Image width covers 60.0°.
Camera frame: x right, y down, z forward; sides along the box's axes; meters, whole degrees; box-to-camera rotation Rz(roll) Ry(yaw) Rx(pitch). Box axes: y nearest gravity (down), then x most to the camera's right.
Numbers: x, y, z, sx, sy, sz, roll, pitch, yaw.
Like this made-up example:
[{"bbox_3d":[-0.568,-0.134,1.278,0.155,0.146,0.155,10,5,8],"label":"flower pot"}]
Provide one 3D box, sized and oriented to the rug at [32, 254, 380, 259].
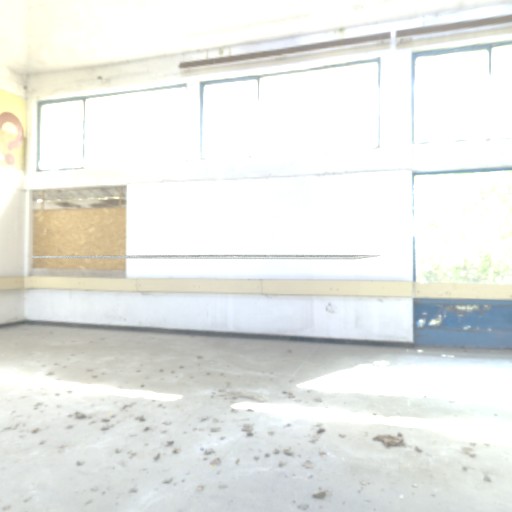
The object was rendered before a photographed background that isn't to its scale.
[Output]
[{"bbox_3d":[0.000,0.000,2.956,1.522,0.008,2.284,0,0,18],"label":"rug"}]
